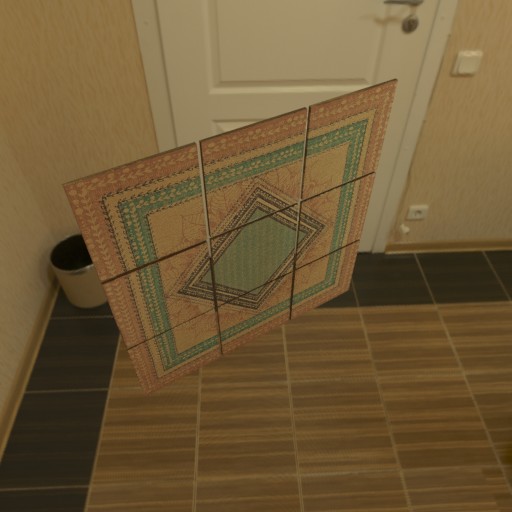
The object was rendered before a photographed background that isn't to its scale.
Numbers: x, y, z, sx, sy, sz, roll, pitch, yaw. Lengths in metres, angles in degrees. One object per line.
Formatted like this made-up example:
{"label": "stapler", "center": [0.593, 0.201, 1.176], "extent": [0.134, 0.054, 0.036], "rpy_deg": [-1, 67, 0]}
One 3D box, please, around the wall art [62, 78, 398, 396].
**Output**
{"label": "wall art", "center": [0.000, 0.000, 1.844], "extent": [1.215, 1.213, 0.013], "rpy_deg": [-24, 51, -21]}
